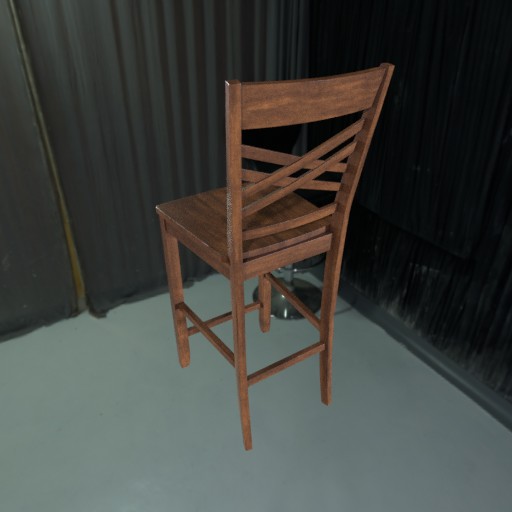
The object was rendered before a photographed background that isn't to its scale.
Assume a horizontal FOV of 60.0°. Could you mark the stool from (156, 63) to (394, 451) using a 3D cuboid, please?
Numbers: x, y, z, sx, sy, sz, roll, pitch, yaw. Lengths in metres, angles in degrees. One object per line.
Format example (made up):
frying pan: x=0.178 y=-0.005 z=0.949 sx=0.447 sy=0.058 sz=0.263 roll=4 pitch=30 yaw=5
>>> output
stool: x=0.000 y=0.000 z=1.339 sx=0.426 sy=1.098 sz=0.504 roll=-18 pitch=36 yaw=-28
